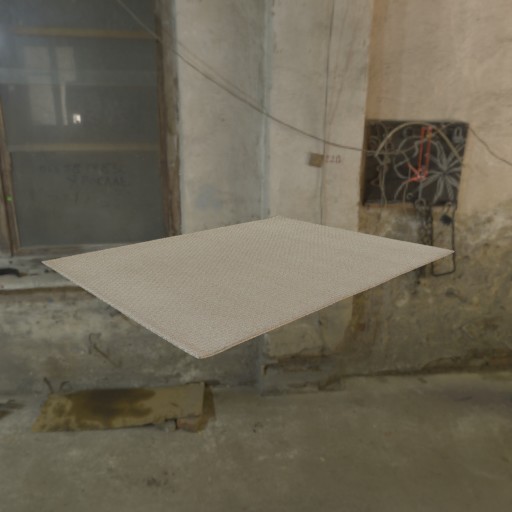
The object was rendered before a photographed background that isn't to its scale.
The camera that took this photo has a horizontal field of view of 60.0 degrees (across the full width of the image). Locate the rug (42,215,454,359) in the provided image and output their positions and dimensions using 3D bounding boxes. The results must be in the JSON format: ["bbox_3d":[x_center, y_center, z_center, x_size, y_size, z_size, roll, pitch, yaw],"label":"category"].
[{"bbox_3d":[0.000,0.000,3.928,2.897,0.035,2.277,-15,22,-41],"label":"rug"}]
